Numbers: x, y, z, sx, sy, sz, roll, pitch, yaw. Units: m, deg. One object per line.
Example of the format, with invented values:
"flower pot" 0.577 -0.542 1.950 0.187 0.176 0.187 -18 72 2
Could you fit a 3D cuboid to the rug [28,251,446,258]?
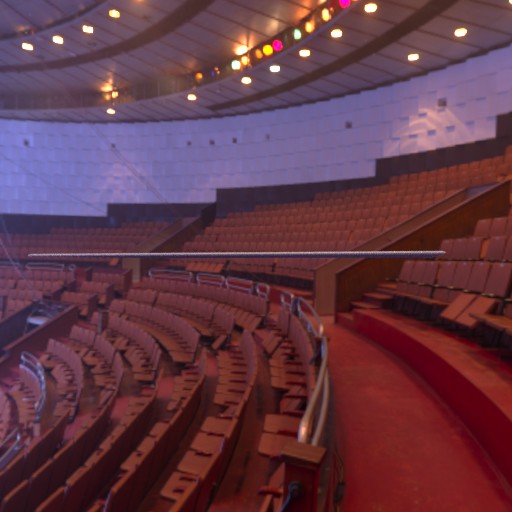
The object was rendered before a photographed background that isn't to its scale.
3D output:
"rug" 0.000 0.000 2.914 2.205 0.014 1.589 0 -1 20
